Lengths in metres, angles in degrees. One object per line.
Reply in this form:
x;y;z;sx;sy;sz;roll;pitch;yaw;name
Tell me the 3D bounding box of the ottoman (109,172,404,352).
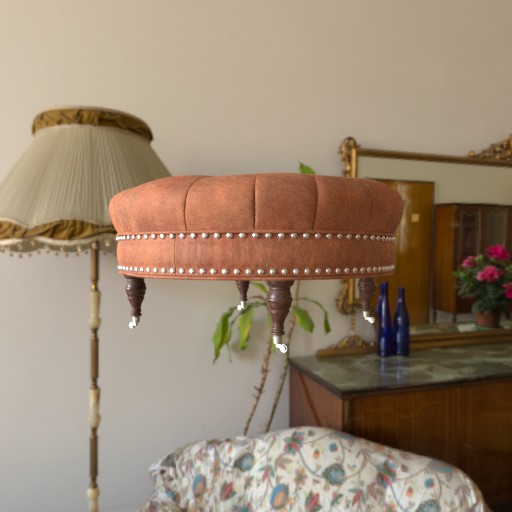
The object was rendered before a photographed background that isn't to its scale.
0.000;0.000;1.423;0.901;0.444;0.901;0;1;0;ottoman
